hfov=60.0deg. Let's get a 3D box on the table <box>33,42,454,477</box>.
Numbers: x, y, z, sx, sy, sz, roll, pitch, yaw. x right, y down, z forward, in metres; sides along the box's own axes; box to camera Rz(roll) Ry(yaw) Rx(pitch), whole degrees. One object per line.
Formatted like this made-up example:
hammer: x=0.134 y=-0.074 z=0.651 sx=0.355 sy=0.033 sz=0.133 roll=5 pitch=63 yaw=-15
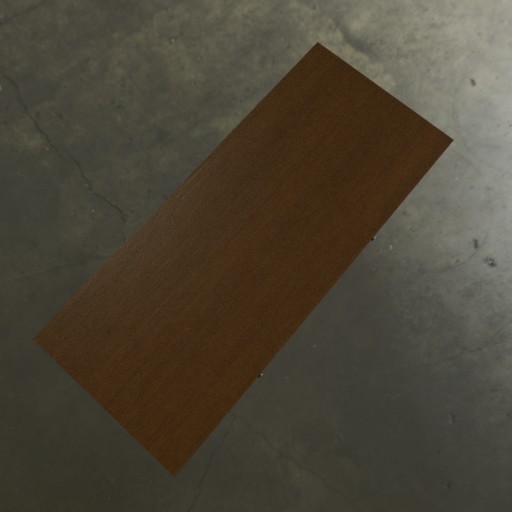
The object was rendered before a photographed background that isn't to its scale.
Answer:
table: x=0.000 y=0.000 z=1.377 sx=0.490 sy=0.464 sz=1.119 roll=40 pitch=80 yaw=9
